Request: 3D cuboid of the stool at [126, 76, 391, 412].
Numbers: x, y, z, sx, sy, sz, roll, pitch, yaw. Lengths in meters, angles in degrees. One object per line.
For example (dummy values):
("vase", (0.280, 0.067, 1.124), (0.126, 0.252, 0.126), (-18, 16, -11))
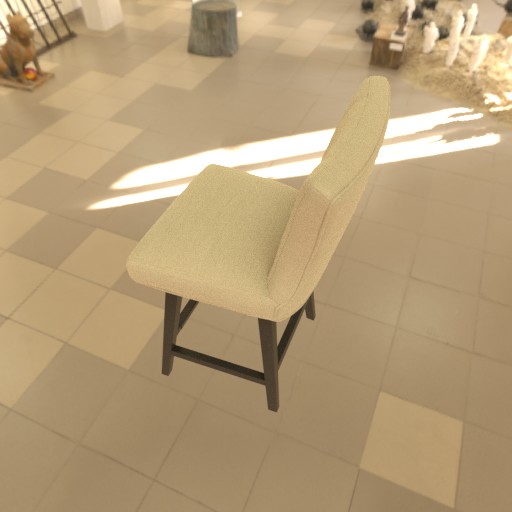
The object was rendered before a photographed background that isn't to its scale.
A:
("stool", (0.000, 0.000, 1.349), (0.574, 1.000, 0.514), (17, 49, 16))
